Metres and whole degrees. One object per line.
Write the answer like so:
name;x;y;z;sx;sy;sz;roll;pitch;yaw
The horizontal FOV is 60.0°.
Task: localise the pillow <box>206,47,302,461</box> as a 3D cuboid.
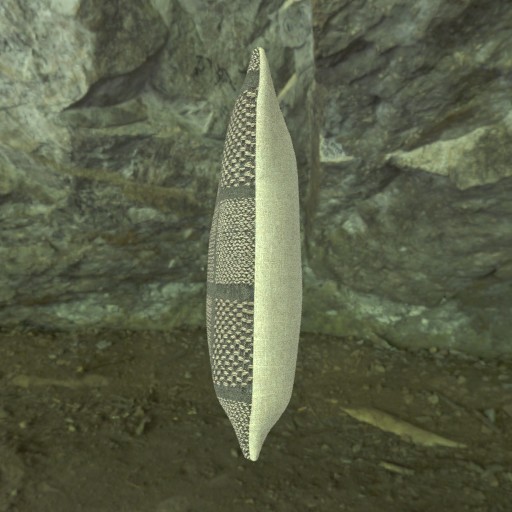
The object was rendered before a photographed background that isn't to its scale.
pillow;0.000;0.000;0.670;0.138;0.432;0.435;0;-1;1
